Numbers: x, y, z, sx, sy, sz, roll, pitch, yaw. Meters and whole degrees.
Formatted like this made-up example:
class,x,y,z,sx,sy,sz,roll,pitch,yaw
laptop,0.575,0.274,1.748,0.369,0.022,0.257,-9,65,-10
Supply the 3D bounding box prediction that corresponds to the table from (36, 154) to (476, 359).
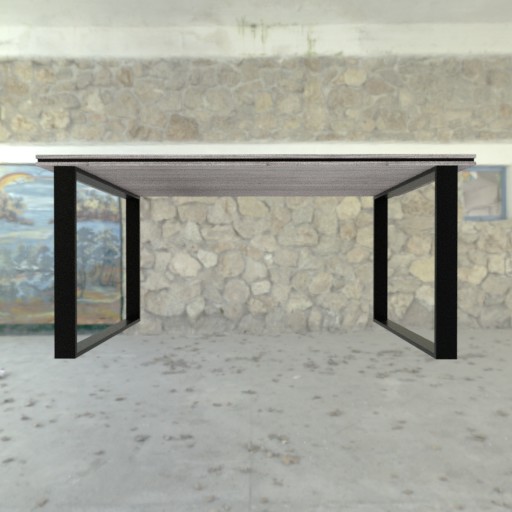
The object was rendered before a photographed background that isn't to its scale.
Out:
class,x,y,z,sx,sy,sz,roll,pitch,yaw
table,0.000,0.000,2.031,1.579,0.736,0.881,0,0,0
